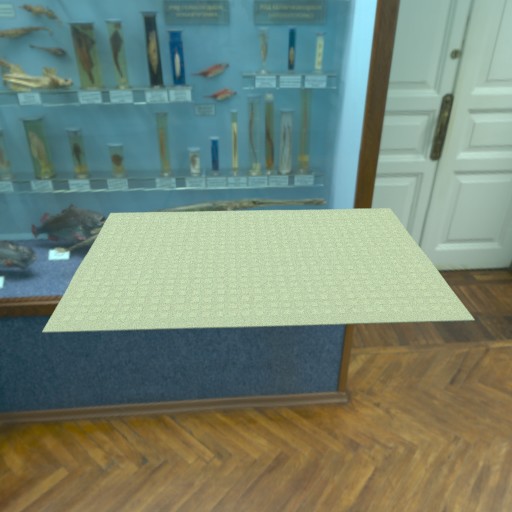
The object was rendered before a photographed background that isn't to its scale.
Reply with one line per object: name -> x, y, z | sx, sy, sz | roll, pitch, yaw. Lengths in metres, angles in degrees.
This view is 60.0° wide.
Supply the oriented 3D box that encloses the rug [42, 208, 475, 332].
rug -> 0.000, 0.000, 2.273 | 1.747, 0.006, 1.143 | -1, 30, -2
